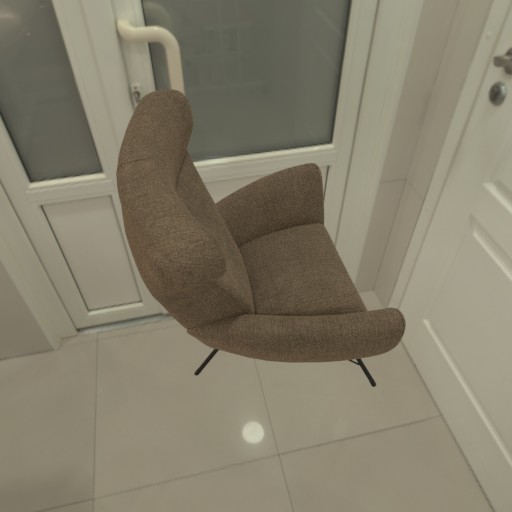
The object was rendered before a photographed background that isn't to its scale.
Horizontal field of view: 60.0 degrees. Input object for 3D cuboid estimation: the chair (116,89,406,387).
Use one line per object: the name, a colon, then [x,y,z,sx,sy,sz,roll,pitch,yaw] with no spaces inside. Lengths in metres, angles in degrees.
chair: [0.000,0.000,1.751,0.900,1.040,0.980,-9,47,-9]
